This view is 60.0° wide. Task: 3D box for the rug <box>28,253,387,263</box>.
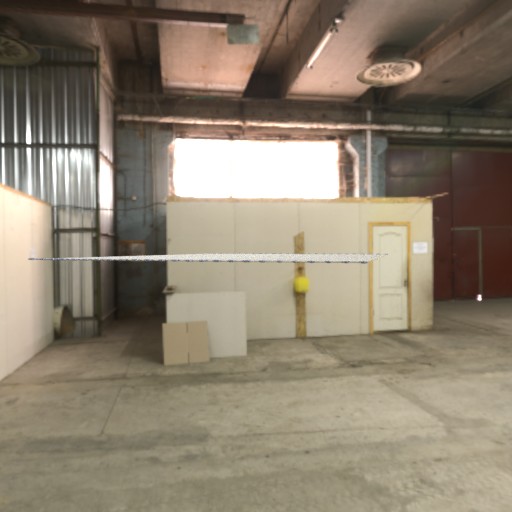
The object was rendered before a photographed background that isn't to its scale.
[{"bbox_3d":[0.000,0.000,4.511,2.471,0.016,3.416,0,1,18],"label":"rug"}]
